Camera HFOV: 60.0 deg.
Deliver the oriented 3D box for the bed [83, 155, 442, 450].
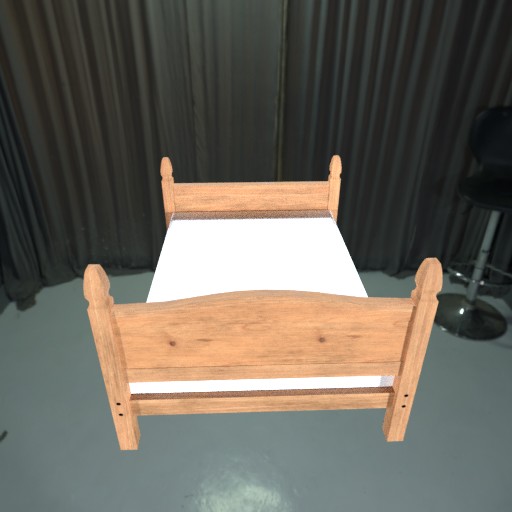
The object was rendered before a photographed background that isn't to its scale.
[{"bbox_3d":[0.000,0.000,2.942,1.490,1.100,2.069,-1,30,-2],"label":"bed"}]
